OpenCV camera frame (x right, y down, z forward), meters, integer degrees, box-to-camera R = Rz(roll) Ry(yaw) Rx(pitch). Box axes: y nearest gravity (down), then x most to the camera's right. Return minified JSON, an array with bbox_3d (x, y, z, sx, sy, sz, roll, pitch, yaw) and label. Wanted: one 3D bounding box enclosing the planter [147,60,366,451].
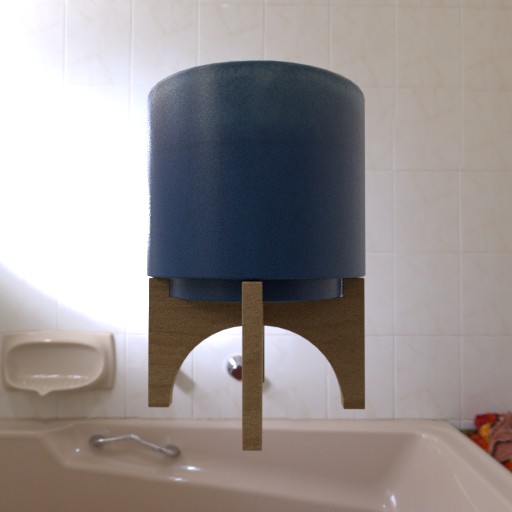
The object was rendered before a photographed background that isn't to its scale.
[{"bbox_3d":[0.000,0.000,0.545,0.261,0.367,0.261,0,-1,0],"label":"planter"}]
